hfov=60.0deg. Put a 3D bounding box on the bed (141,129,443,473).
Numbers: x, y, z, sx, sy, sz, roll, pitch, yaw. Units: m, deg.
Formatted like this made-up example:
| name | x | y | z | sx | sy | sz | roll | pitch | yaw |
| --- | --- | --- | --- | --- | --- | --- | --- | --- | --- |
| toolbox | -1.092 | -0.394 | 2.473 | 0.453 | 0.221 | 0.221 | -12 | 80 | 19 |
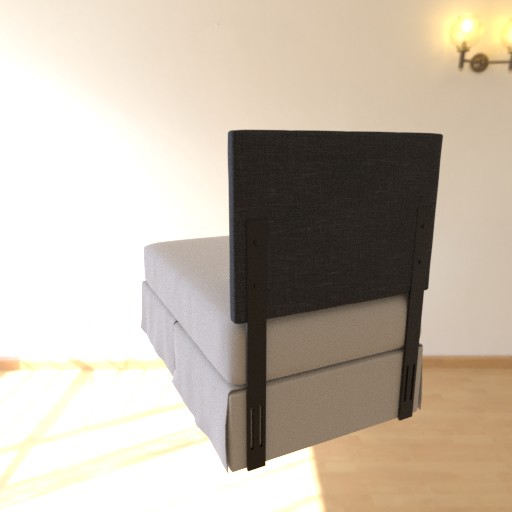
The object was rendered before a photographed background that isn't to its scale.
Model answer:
| name | x | y | z | sx | sy | sz | roll | pitch | yaw |
| --- | --- | --- | --- | --- | --- | --- | --- | --- | --- |
| bed | 0.000 | 0.000 | 3.001 | 1.261 | 1.571 | 1.997 | -6 | 15 | -25 |
